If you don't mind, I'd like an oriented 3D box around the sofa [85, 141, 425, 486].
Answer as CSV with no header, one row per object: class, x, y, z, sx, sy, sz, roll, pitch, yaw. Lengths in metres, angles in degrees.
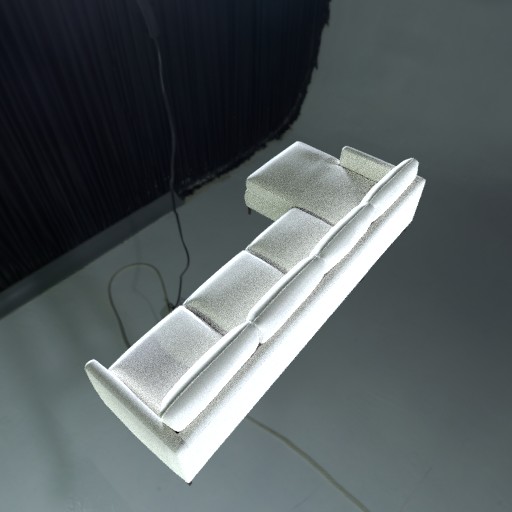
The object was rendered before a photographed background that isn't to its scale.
sofa,0.000,0.000,3.685,1.467,0.875,3.186,31,55,25
